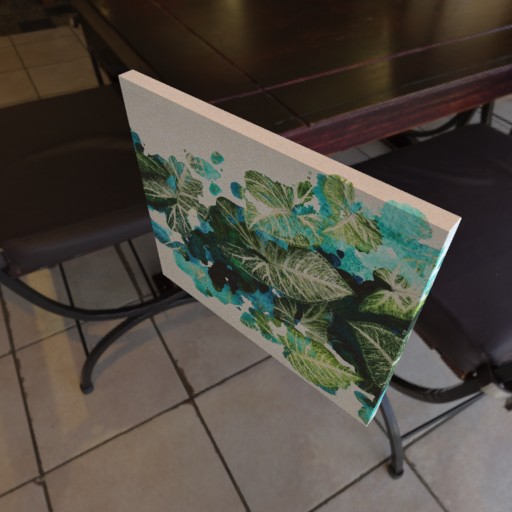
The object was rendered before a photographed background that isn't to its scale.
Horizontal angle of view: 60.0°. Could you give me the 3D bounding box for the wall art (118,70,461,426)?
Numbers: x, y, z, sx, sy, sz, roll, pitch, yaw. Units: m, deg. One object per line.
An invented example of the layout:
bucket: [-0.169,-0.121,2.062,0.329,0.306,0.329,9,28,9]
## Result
wall art: [0.000,0.000,0.972,0.711,0.610,0.043,32,54,27]
